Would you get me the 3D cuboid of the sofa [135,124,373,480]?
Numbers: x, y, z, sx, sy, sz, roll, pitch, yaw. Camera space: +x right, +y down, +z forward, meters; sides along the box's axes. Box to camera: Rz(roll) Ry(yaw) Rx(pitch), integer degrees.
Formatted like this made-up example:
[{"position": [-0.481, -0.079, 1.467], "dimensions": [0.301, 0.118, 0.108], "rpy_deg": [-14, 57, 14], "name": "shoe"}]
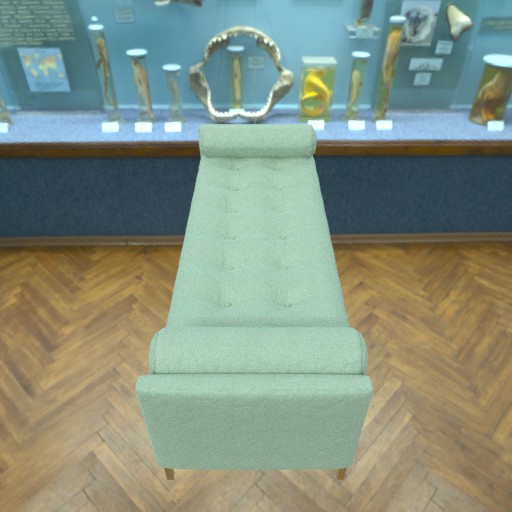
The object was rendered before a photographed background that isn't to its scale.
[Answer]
[{"position": [0.000, 0.000, 2.399], "dimensions": [0.796, 0.705, 2.102], "rpy_deg": [0, 40, 0], "name": "sofa"}]
